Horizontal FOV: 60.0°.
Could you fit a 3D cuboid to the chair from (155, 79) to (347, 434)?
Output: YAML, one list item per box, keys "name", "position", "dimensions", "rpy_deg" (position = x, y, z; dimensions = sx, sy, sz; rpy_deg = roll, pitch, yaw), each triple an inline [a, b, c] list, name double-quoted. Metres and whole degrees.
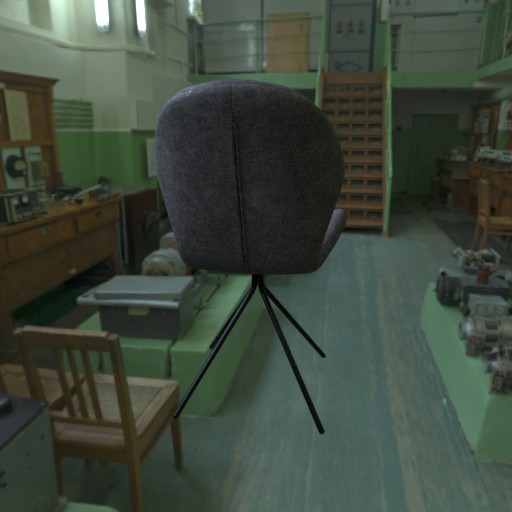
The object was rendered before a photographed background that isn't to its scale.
- name: "chair"
  position: [0.000, 0.000, 1.323]
  dimensions: [0.527, 0.934, 0.640]
  rpy_deg: [3, 17, 9]
